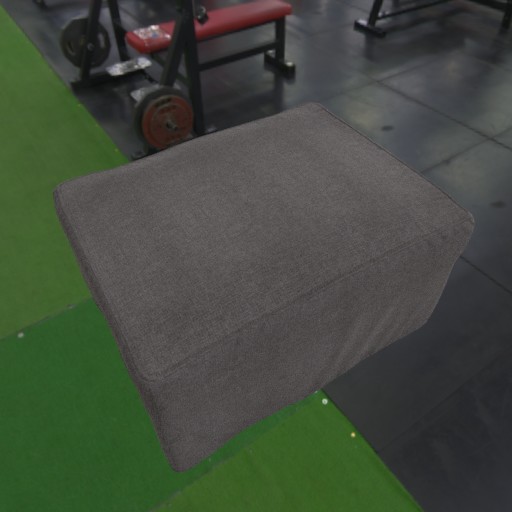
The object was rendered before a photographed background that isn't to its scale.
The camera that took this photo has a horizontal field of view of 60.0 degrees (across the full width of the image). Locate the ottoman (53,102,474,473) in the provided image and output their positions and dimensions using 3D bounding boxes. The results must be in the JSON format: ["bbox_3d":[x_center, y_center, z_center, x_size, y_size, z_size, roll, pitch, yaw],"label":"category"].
[{"bbox_3d":[0.000,0.000,1.191,0.833,0.492,0.652,-24,51,-21],"label":"ottoman"}]
